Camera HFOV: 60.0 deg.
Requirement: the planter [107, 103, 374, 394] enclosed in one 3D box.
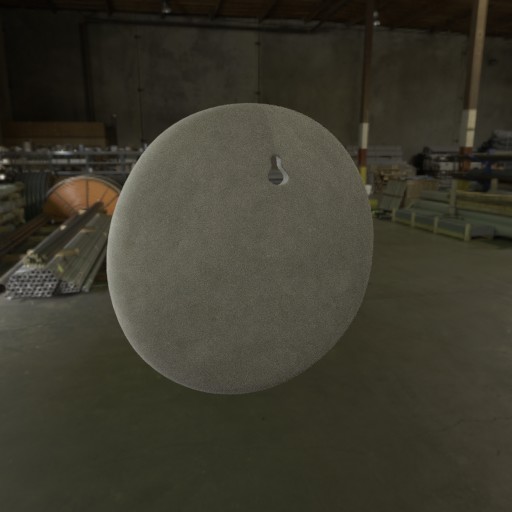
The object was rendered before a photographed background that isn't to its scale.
[{"bbox_3d":[0.000,0.000,0.287,0.185,0.188,0.071,-6,15,-26],"label":"planter"}]
